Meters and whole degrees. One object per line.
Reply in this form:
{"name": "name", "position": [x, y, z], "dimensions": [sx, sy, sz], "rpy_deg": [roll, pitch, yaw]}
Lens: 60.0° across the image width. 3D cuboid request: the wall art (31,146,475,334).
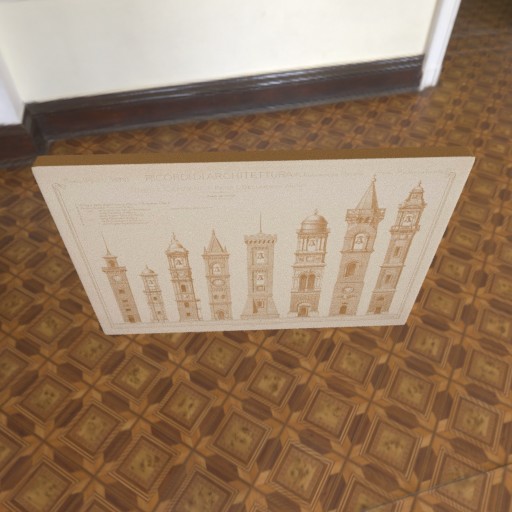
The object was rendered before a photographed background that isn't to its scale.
{"name": "wall art", "position": [0.000, 0.000, 0.476], "dimensions": [0.380, 0.254, 0.019], "rpy_deg": [-2, 47, -2]}
